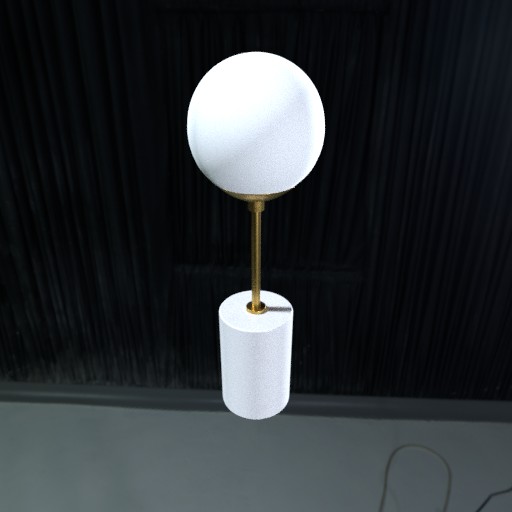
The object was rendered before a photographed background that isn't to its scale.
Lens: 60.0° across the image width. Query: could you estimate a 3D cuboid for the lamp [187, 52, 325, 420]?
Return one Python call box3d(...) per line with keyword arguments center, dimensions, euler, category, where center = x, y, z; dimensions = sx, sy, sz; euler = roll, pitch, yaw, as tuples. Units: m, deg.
box3d(center=(0.000, 0.000, 0.574), dimensions=(0.153, 0.480, 0.153), euler=(0, 27, 0), category="lamp")
